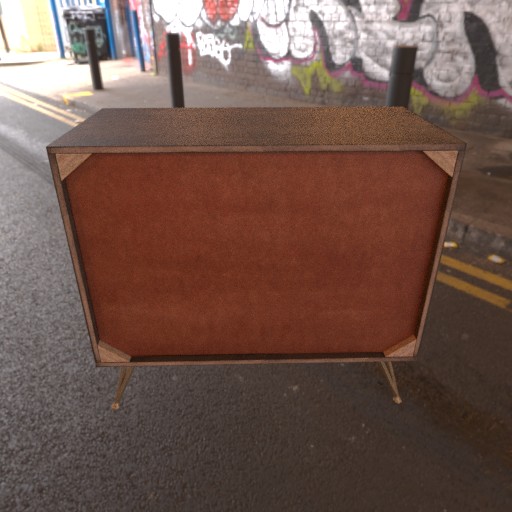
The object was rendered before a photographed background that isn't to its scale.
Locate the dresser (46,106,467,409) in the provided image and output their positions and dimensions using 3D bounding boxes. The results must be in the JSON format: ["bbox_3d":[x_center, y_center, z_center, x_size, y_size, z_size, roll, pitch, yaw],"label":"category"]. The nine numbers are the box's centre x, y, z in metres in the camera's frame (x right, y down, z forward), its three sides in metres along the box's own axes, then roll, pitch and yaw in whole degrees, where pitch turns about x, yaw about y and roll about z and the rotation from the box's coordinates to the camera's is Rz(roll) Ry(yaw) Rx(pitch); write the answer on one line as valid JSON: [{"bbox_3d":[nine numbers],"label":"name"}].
[{"bbox_3d":[0.000,0.000,1.361,0.923,0.801,0.453,-1,29,-1],"label":"dresser"}]
